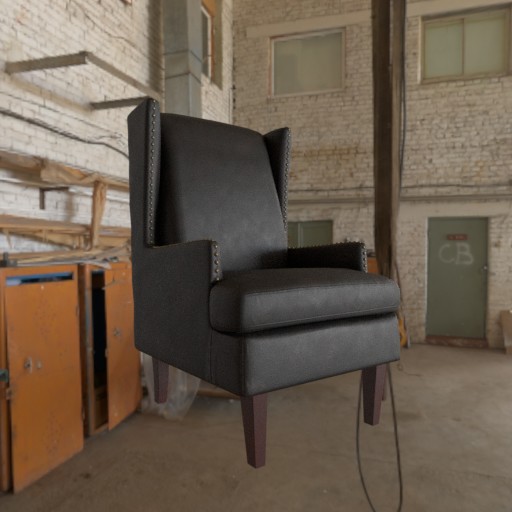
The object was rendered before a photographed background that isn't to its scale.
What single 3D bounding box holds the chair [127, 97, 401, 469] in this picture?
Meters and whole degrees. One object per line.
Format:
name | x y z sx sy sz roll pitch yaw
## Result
chair | 0.000 0.000 1.630 0.703 1.142 0.799 -1 1 -37
